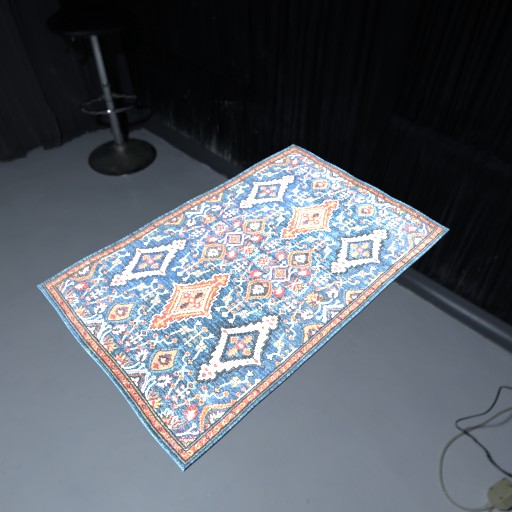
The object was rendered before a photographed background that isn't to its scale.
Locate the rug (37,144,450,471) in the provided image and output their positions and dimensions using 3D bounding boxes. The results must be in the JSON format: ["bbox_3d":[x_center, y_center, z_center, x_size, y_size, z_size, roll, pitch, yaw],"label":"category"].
[{"bbox_3d":[0.000,0.000,2.306,1.847,0.014,1.195,-34,55,-28],"label":"rug"}]
